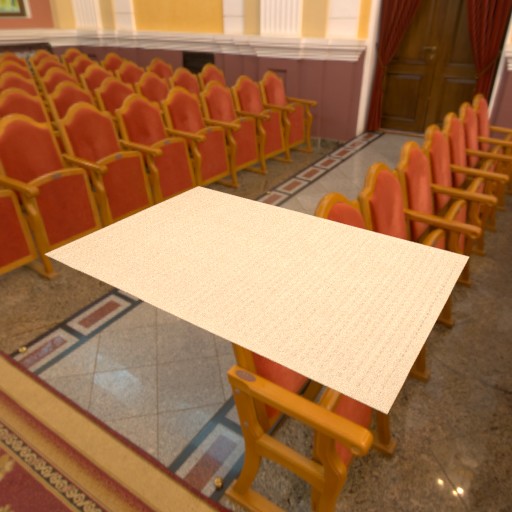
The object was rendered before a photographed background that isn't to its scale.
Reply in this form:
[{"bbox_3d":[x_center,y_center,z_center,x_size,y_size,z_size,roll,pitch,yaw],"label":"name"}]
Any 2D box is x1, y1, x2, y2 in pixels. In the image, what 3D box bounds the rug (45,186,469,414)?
[{"bbox_3d":[0.000,0.000,2.859,2.289,0.006,1.523,18,34,29],"label":"rug"}]
